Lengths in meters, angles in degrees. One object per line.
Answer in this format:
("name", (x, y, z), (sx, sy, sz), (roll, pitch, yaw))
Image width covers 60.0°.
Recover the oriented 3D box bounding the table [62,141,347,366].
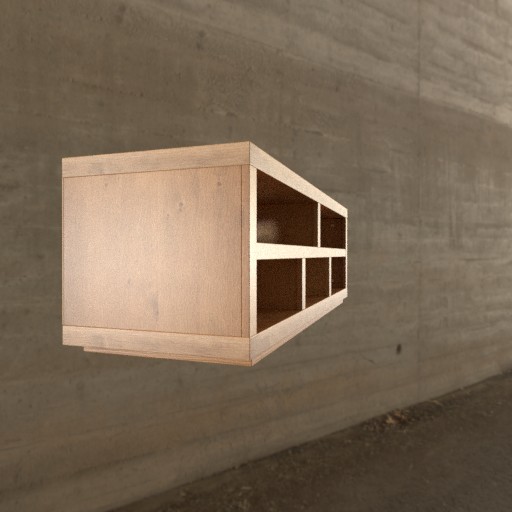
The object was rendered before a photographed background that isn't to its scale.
("table", (0.000, 0.000, 1.725), (0.499, 0.491, 1.499), (0, 0, 19))
